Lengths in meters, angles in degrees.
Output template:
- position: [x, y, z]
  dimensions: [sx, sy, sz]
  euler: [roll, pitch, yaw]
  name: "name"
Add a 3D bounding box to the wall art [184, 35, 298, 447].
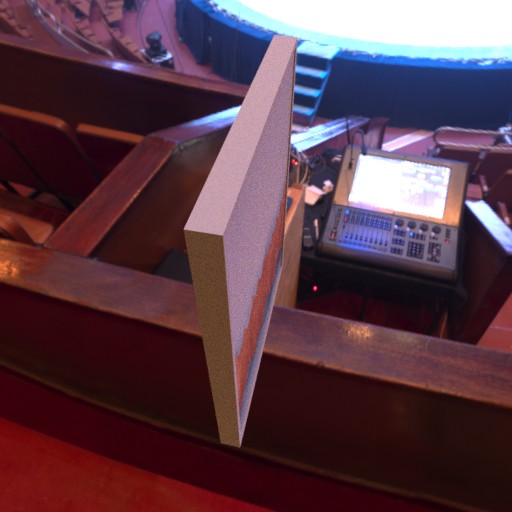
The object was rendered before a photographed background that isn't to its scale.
- position: [0.000, 0.000, 0.760]
  dimensions: [0.039, 0.553, 0.451]
  euler: [9, 49, 8]
  name: "wall art"
